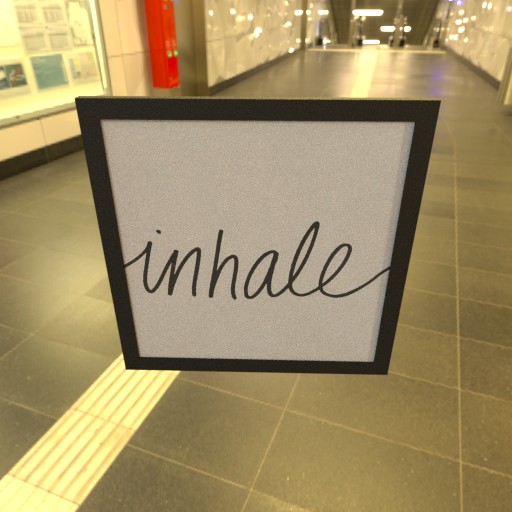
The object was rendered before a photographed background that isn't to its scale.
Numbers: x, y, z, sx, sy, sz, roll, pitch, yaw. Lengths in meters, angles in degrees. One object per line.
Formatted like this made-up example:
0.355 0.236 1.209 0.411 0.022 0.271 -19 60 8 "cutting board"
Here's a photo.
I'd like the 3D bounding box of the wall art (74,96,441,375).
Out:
0.000 0.000 0.522 0.356 0.356 0.013 1 29 1 "wall art"
